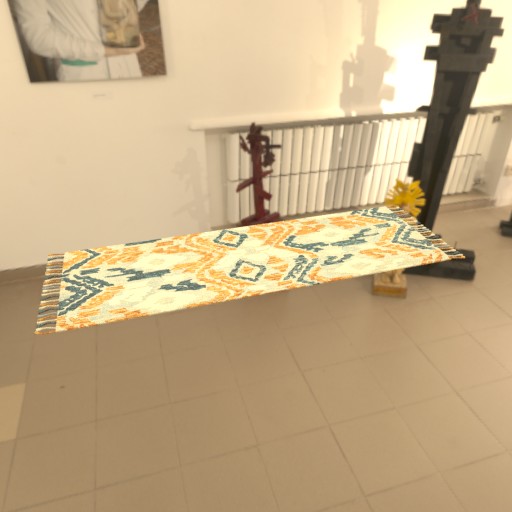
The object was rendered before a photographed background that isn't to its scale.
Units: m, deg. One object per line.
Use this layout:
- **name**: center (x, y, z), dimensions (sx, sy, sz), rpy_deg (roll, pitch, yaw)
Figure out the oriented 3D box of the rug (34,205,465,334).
- **rug**: center (0.000, 0.000, 2.712), dimensions (2.437, 0.010, 0.783), rpy_deg (-9, 33, -14)
